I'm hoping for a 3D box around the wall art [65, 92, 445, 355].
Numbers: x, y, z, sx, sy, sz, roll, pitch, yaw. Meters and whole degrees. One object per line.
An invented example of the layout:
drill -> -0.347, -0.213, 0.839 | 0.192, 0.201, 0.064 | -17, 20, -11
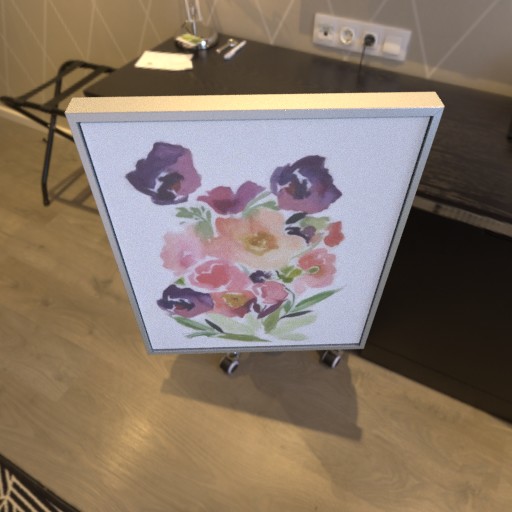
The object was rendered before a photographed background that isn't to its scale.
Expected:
wall art -> 0.000, 0.000, 0.740 | 0.452, 0.549, 0.038 | -1, 47, -1
